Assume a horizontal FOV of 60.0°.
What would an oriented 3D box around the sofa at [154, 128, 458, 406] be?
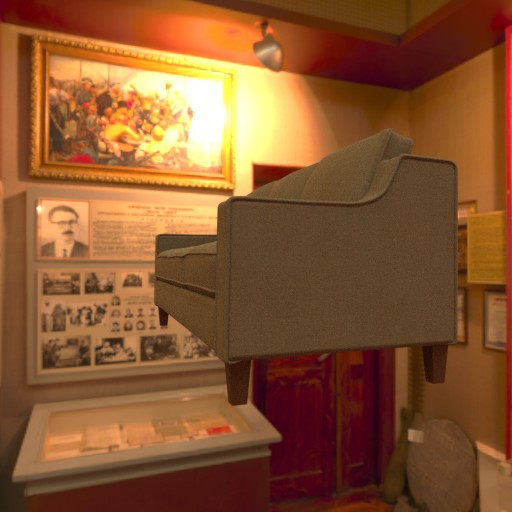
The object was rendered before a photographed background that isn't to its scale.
[{"bbox_3d":[0.000,0.000,2.431,0.911,0.974,1.986,0,-1,-19],"label":"sofa"}]
